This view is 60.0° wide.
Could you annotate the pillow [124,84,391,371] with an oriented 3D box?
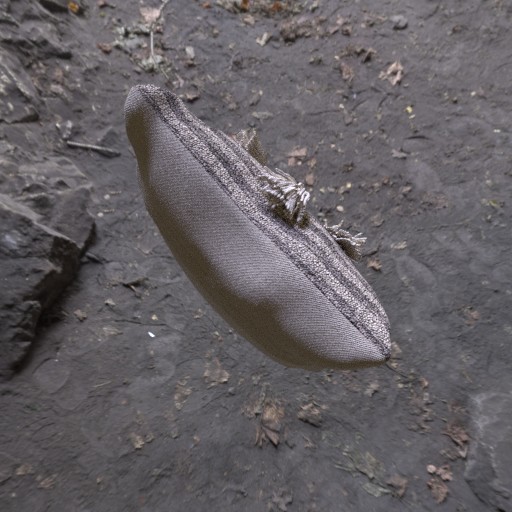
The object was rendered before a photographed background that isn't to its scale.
[{"bbox_3d":[0.000,0.000,0.781,0.234,0.490,0.484,-40,79,-10],"label":"pillow"}]
